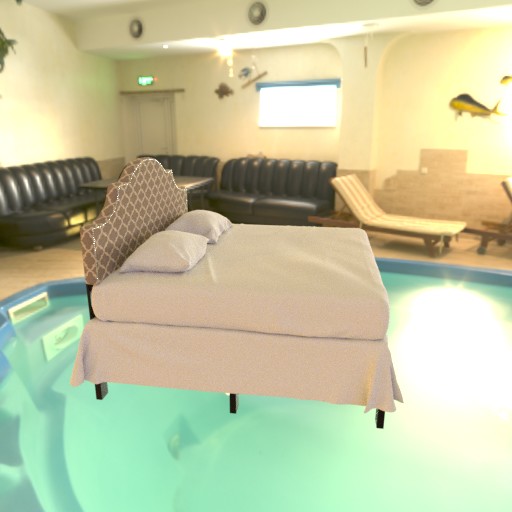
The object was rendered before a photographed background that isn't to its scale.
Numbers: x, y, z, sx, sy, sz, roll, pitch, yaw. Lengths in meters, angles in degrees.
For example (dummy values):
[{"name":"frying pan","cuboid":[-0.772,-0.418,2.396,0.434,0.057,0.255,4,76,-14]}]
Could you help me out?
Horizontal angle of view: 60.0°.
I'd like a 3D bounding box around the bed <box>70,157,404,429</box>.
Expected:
[{"name":"bed","cuboid":[0.000,0.000,3.737,2.222,1.601,2.314,3,17,9]}]
